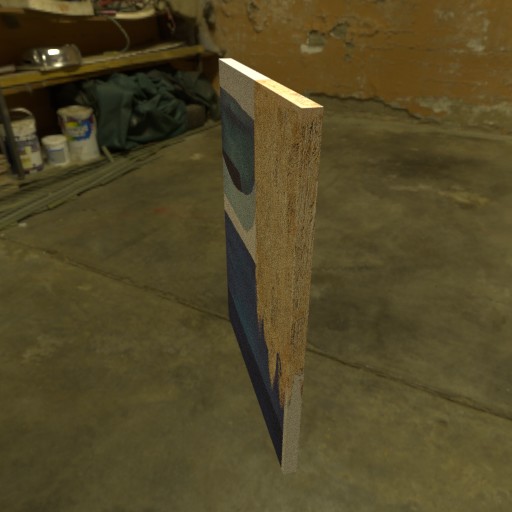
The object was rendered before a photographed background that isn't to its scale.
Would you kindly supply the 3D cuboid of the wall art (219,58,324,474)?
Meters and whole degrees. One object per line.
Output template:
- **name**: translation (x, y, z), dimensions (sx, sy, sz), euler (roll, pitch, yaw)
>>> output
- **wall art**: translation (0.000, 0.000, 0.807), dimensions (0.026, 0.613, 0.458), euler (-8, 31, -13)
